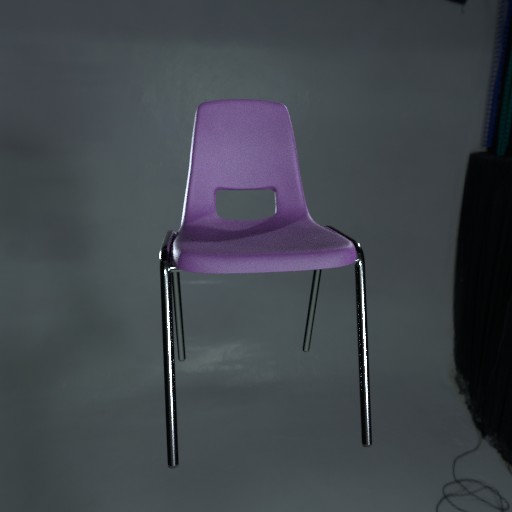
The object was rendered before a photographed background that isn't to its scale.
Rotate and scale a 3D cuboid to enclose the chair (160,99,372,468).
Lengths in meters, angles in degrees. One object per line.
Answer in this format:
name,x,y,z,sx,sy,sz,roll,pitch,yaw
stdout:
chair,0.000,0.000,0.927,0.381,0.654,0.432,-2,15,-8
